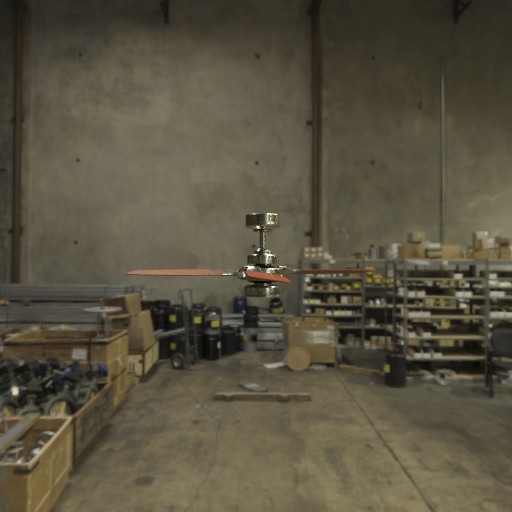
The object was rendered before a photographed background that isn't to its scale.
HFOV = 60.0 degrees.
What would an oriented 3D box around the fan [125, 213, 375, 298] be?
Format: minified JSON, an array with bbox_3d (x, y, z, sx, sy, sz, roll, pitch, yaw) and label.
[{"bbox_3d":[0.000,0.000,2.050,1.416,0.410,1.271,0,-1,-1],"label":"fan"}]
